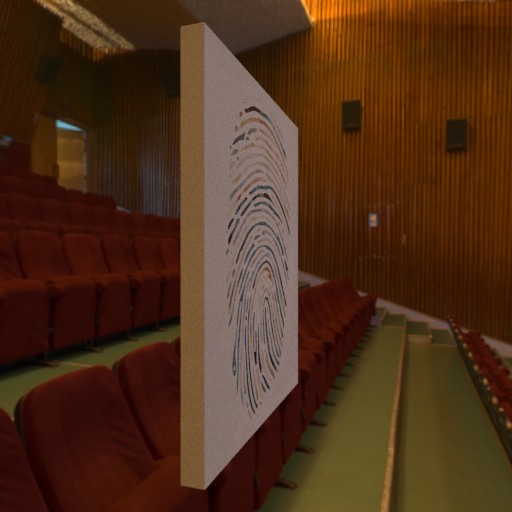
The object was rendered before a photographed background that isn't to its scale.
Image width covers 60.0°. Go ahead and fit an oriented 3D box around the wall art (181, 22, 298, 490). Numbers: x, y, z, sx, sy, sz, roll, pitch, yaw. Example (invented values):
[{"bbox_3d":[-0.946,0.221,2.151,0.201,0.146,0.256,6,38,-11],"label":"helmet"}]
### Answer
[{"bbox_3d":[0.000,0.000,0.819,0.037,0.606,0.508,0,0,19],"label":"wall art"}]
